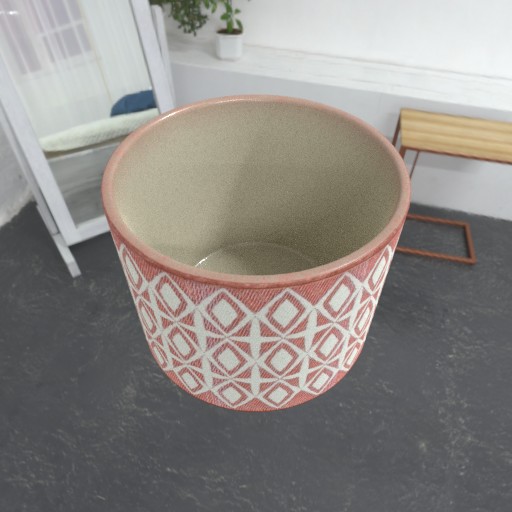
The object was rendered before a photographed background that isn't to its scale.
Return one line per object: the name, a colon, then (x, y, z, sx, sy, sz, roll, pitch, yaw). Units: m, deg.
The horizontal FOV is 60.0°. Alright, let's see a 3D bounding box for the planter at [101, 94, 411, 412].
planter: (0.000, 0.000, 0.485, 0.273, 0.237, 0.273, 0, 47, 0)
